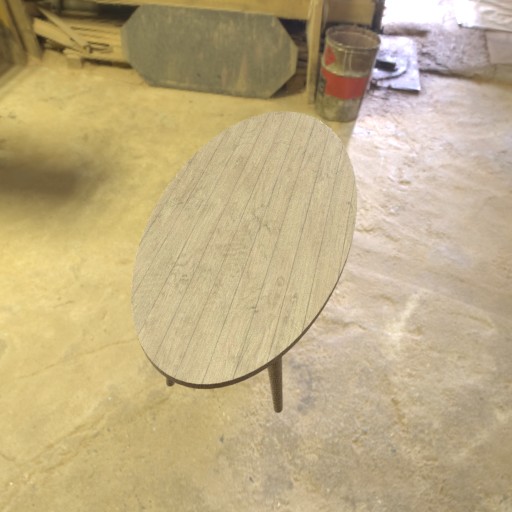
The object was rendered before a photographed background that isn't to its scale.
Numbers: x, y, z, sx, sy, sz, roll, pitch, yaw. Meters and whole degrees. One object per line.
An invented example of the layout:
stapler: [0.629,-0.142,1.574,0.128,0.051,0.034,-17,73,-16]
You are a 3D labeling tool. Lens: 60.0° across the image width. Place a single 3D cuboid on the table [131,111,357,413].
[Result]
table: [0.000,0.000,1.357,0.542,0.390,1.083,10,47,10]
